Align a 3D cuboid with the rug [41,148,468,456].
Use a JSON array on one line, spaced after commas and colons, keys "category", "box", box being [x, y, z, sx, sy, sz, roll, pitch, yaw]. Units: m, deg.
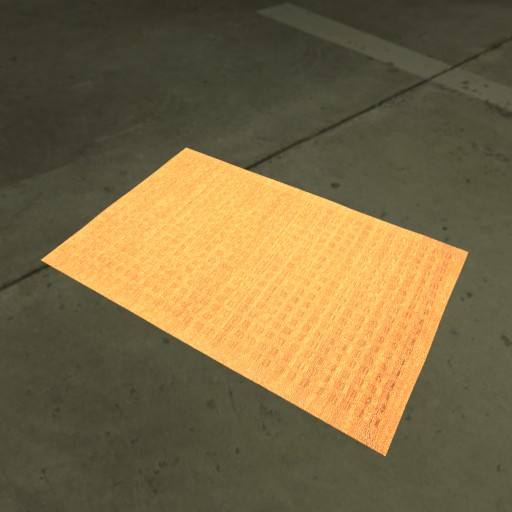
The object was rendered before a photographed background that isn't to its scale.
[{"category": "rug", "box": [0.000, 0.000, 2.159, 1.747, 0.006, 1.143, 24, 51, 21]}]
